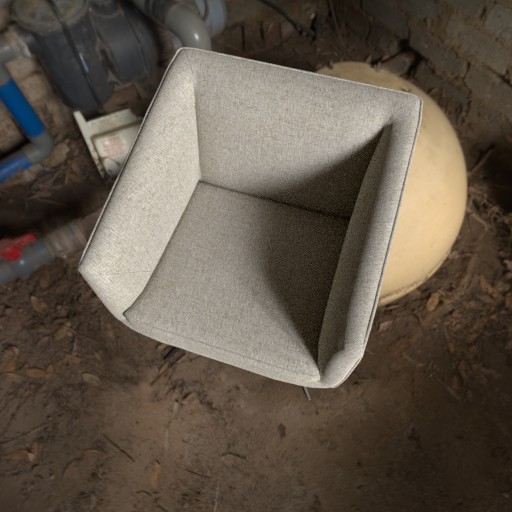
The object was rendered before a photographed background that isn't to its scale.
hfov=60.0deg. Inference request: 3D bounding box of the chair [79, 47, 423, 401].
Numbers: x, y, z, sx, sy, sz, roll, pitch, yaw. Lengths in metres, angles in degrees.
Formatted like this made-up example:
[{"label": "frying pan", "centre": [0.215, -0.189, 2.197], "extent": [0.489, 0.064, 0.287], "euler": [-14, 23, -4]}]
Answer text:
[{"label": "chair", "centre": [0.000, 0.000, 1.234], "extent": [0.628, 0.760, 0.623], "euler": [16, 61, 9]}]
